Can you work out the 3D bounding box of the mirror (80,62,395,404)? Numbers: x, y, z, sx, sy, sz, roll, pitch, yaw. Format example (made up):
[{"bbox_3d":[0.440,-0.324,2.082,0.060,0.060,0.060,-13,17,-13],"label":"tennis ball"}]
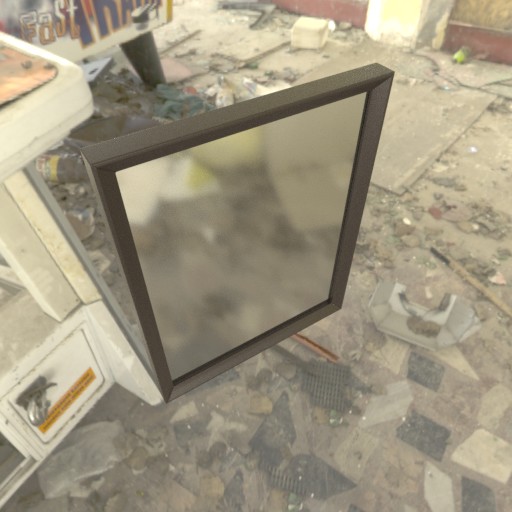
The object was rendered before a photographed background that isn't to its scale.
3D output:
[{"bbox_3d":[0.000,0.000,0.701,0.406,0.509,0.041,-24,50,-22],"label":"mirror"}]
